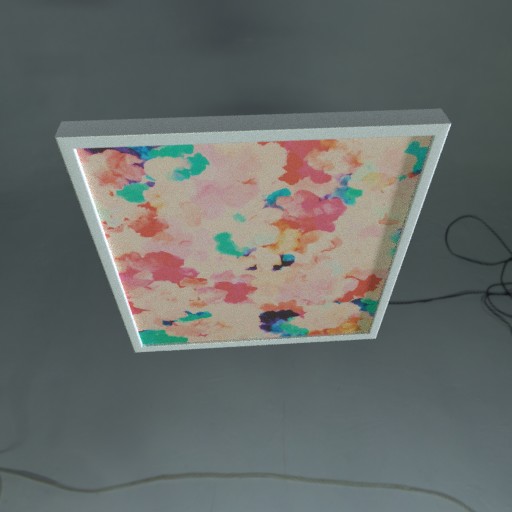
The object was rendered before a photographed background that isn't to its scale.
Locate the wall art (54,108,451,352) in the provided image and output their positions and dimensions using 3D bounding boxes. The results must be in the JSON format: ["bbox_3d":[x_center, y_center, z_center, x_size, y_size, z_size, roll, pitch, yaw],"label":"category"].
[{"bbox_3d":[0.000,0.000,0.760,0.506,0.505,0.038,-3,46,-3],"label":"wall art"}]
